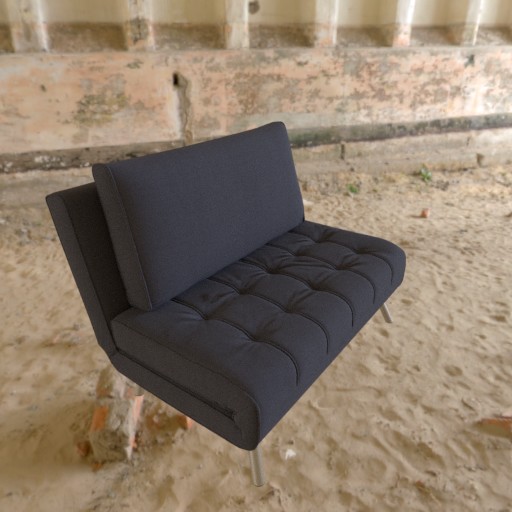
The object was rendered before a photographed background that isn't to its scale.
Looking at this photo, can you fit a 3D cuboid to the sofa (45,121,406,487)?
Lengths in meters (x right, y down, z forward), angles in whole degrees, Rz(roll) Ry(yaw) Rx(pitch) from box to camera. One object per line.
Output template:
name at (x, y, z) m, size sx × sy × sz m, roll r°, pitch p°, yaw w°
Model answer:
sofa at (0.000, 0.000, 1.840) m, size 0.910 × 0.910 × 1.220 m, roll 18°, pitch 31°, yaw 32°
